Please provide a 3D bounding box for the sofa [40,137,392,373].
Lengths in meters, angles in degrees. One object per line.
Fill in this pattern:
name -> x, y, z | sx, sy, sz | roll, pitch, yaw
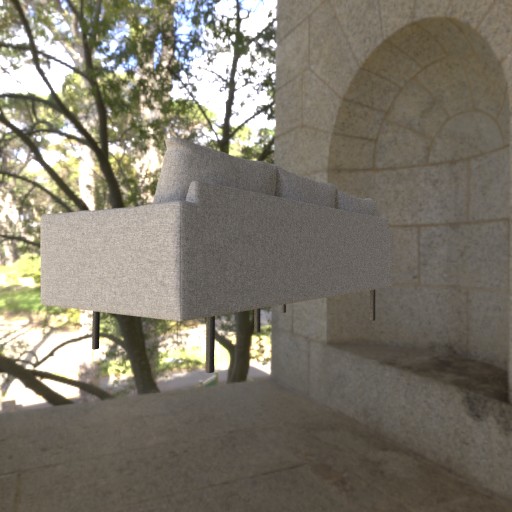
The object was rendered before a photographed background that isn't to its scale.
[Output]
sofa -> 0.000, 0.000, 2.425 | 0.850, 0.830, 2.000 | 0, 0, 36
